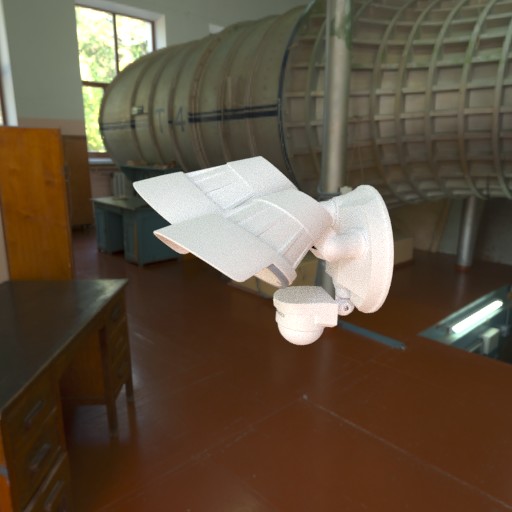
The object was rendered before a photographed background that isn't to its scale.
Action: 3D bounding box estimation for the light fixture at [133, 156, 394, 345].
[{"bbox_3d":[0.000,0.000,0.540,0.278,0.237,0.369,-2,14,-9],"label":"light fixture"}]
